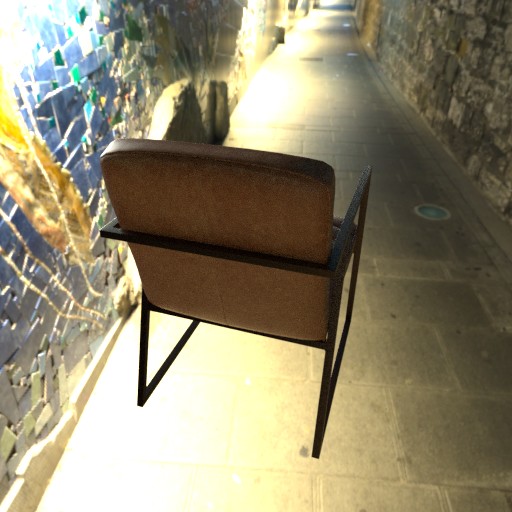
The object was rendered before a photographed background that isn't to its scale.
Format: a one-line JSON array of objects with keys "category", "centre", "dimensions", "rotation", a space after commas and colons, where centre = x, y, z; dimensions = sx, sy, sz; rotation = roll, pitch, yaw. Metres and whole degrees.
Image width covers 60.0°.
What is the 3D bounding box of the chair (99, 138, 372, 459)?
[{"category": "chair", "centre": [0.000, 0.000, 1.318], "dimensions": [0.571, 0.832, 0.677], "rotation": [10, 33, 16]}]
